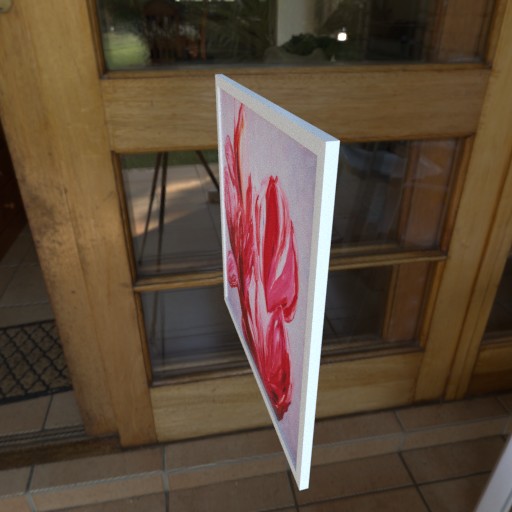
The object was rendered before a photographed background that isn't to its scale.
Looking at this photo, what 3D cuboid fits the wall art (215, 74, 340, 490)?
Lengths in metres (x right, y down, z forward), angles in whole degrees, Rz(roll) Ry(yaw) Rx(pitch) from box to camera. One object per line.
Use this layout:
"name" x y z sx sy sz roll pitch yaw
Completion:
"wall art" 0.000 0.000 1.168 0.022 0.803 0.805 -8 30 -14
